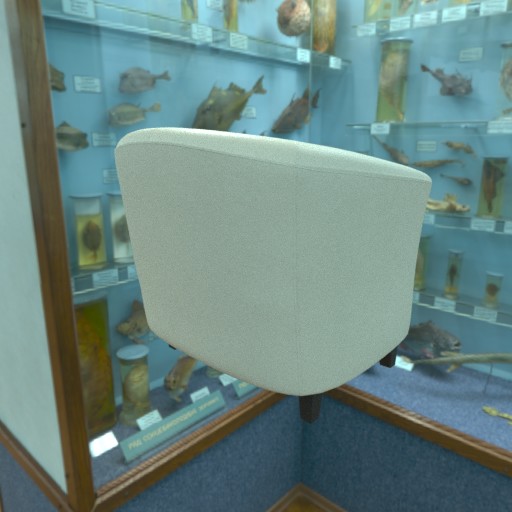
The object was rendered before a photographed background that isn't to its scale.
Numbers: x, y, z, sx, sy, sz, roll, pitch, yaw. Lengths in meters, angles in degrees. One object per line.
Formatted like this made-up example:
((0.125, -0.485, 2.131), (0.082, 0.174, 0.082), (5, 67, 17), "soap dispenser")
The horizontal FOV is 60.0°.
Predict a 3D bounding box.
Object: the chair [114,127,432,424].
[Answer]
((0.000, 0.000, 1.382), (0.792, 0.756, 0.727), (14, 20, 43), "chair")
